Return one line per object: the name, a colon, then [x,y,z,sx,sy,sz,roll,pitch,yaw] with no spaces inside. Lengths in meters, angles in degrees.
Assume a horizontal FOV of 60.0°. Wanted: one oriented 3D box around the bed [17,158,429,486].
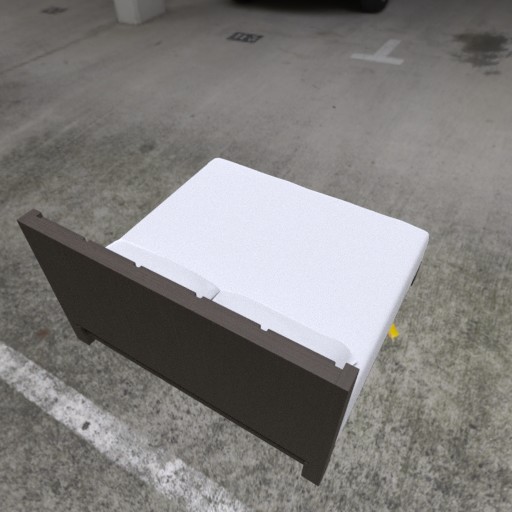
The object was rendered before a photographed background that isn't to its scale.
bed: [0.000,0.000,3.322,2.134,1.270,2.012,23,51,21]
